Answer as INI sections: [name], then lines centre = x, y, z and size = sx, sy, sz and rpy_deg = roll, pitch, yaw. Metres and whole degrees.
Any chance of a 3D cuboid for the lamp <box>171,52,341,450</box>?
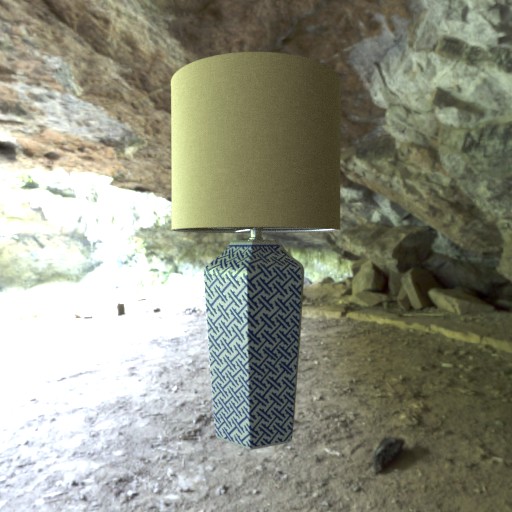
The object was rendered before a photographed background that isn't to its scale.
[lamp]
centre = 0.000, 0.000, 0.854
size = 0.320, 0.682, 0.320
rpy_deg = 0, 1, -18
